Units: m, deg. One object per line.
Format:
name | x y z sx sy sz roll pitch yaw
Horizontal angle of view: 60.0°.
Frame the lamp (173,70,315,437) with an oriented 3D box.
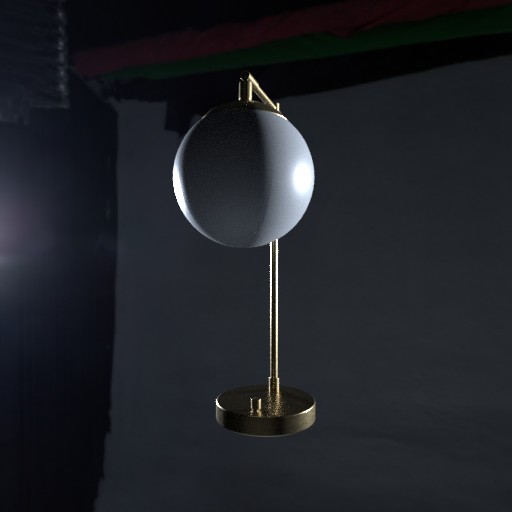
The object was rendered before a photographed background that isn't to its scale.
lamp | 0.000 0.000 0.714 0.207 0.559 0.324 0 0 18
